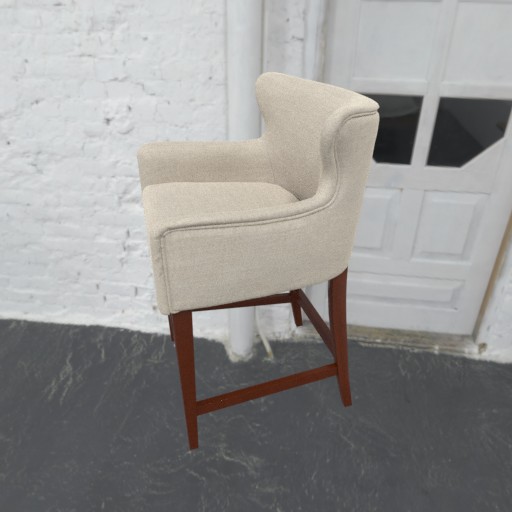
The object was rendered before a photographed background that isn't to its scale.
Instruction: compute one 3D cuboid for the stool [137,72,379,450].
[{"bbox_3d":[0.000,0.000,1.382,0.637,0.987,0.615,-8,31,-13],"label":"stool"}]
